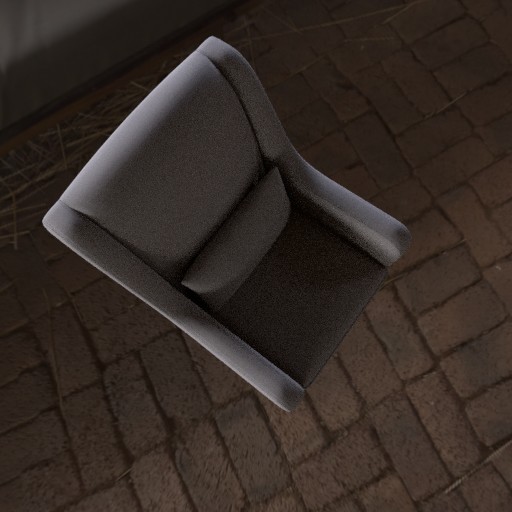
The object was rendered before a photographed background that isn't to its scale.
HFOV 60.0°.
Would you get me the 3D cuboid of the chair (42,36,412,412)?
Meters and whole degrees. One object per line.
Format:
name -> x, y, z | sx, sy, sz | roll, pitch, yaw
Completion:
chair -> 0.000, 0.000, 1.588 | 0.863, 1.010, 0.715 | 36, 79, 8
